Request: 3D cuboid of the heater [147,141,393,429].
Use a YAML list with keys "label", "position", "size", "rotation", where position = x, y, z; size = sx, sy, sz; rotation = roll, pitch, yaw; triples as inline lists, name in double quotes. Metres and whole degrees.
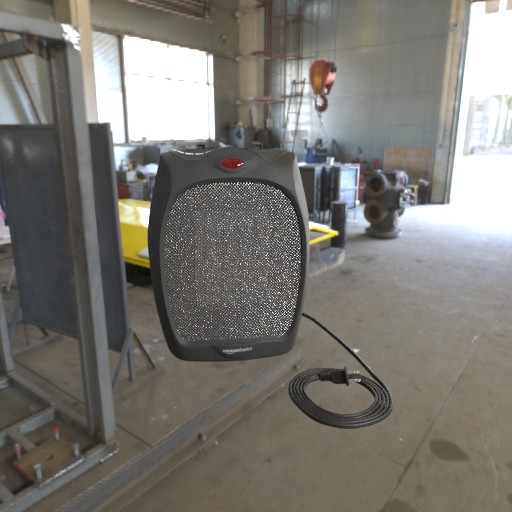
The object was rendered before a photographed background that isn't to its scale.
- label: "heater"
  position: [0.000, 0.000, 0.483]
  size: [0.239, 0.240, 0.291]
  rotation: [-2, 15, -8]
